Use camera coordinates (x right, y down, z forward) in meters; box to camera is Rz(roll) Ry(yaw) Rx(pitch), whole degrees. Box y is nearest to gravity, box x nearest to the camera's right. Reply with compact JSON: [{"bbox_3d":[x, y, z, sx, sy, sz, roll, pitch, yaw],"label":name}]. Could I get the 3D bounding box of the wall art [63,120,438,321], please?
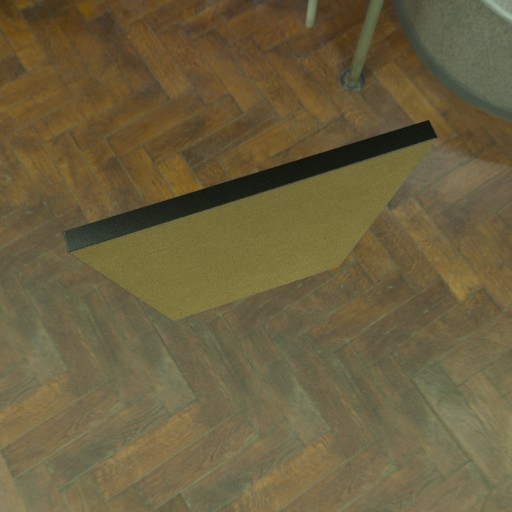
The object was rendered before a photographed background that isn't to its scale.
[{"bbox_3d":[0.000,0.000,0.579,0.314,0.455,0.019,-18,76,-5],"label":"wall art"}]
